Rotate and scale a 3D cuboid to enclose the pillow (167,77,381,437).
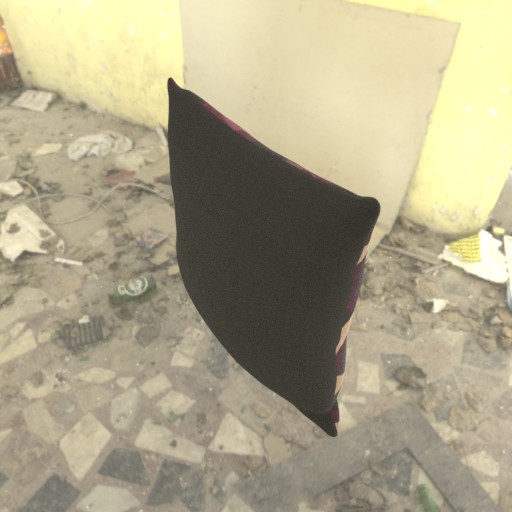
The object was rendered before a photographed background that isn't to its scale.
[{"bbox_3d":[0.000,0.000,0.779,0.208,0.496,0.503,-25,47,-26],"label":"pillow"}]
